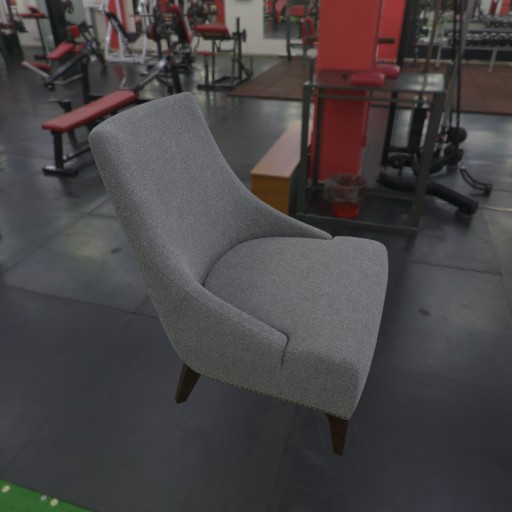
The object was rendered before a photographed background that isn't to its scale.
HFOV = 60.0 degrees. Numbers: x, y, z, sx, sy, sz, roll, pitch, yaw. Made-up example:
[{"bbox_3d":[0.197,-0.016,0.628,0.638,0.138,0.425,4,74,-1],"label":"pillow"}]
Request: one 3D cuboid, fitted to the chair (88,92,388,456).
[{"bbox_3d":[0.000,0.000,1.483,0.861,0.909,0.701,11,33,17],"label":"chair"}]
